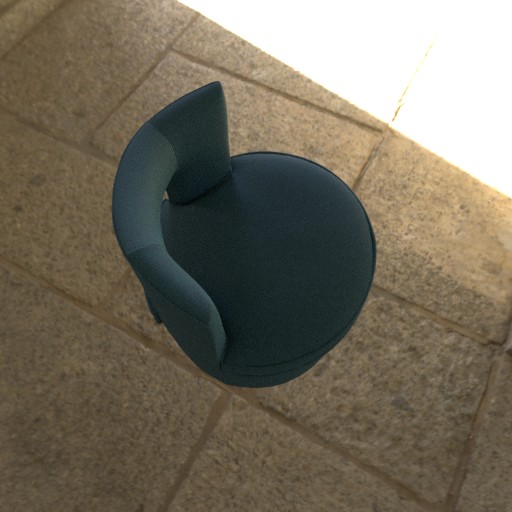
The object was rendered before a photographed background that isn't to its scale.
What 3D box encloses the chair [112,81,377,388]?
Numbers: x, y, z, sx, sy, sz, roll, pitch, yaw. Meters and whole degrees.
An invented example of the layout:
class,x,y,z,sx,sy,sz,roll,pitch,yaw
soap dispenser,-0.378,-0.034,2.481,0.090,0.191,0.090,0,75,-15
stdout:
class,x,y,z,sx,sy,sz,roll,pitch,yaw
chair,0.000,0.000,1.281,0.660,0.711,0.684,0,64,0
